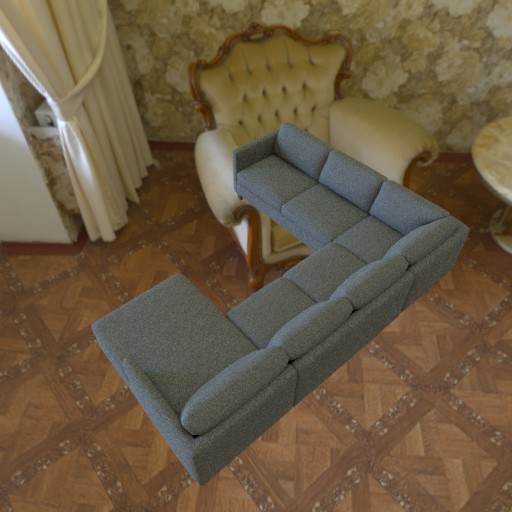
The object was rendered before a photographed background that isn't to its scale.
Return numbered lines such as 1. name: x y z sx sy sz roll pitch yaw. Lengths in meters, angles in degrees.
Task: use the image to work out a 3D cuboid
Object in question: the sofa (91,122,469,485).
1. sofa: 0.000 0.000 4.311 3.238 0.853 2.551 -32 54 -27
